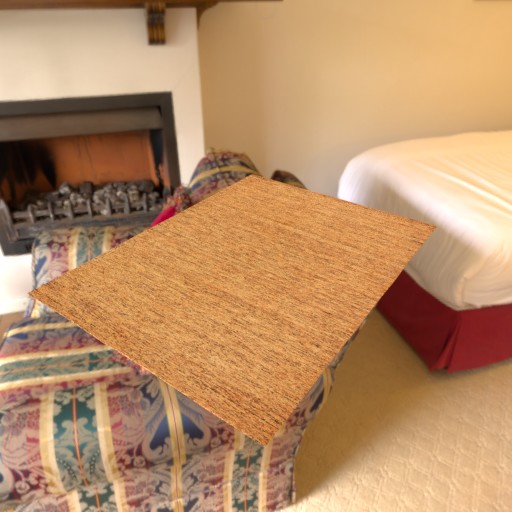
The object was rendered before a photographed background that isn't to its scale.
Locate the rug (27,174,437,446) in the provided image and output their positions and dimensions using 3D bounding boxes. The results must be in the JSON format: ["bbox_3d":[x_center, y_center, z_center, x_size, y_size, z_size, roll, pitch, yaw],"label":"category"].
[{"bbox_3d":[0.000,0.000,4.218,2.438,0.012,3.200,21,38,29],"label":"rug"}]
